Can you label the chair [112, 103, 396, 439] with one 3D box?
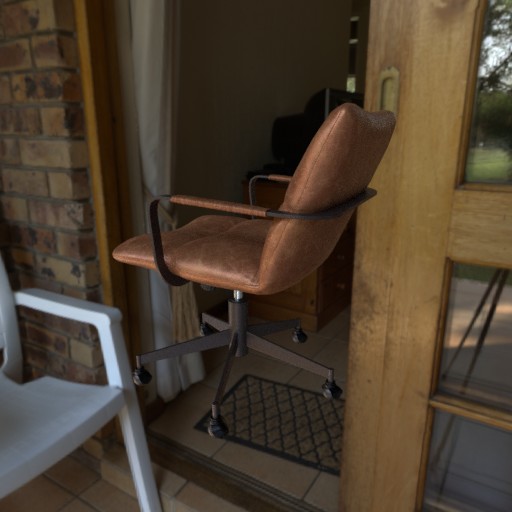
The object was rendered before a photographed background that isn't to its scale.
[{"bbox_3d":[0.000,0.000,1.466,0.754,0.922,0.727,8,18,25],"label":"chair"}]
